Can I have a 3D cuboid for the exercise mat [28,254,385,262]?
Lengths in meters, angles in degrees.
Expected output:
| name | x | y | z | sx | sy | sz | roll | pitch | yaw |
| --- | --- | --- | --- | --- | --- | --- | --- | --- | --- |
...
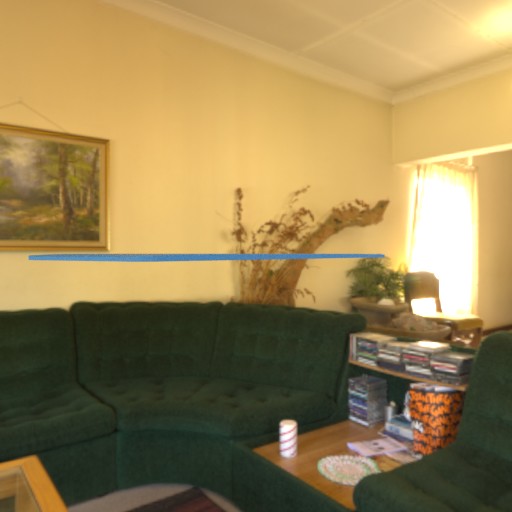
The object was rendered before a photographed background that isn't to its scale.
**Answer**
| name | x | y | z | sx | sy | sz | roll | pitch | yaw |
| --- | --- | --- | --- | --- | --- | --- | --- | --- | --- |
| exercise mat | 0.000 | 0.000 | 2.083 | 0.616 | 0.021 | 1.869 | 0 | 0 | 36 |
